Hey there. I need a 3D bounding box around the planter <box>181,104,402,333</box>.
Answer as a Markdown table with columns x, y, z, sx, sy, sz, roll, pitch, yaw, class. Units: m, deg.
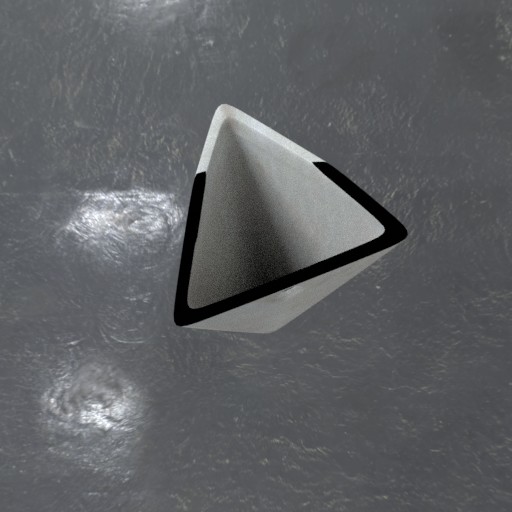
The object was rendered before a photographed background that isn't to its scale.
| x | y | z | sx | sy | sz | roll | pitch | yaw | class |
| --- | --- | --- | --- | --- | --- | --- | --- | --- | --- |
| 0.000 | 0.000 | 0.159 | 0.058 | 0.130 | 0.047 | -20 | 76 | -5 | planter |
